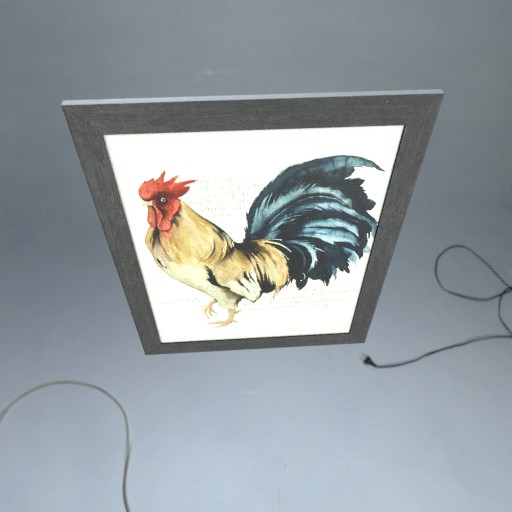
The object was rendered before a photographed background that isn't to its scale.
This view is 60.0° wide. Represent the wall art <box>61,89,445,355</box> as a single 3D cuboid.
[{"bbox_3d":[0.000,0.000,0.757,0.476,0.570,0.013,-3,46,-3],"label":"wall art"}]
